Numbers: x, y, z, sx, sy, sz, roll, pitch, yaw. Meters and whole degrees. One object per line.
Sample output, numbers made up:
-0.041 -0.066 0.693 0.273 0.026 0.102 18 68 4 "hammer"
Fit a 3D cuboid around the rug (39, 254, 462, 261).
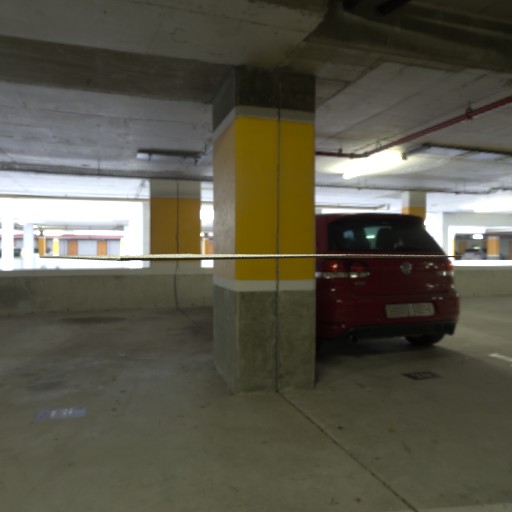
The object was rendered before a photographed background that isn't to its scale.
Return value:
0.000 0.000 2.224 1.789 0.021 1.159 0 0 -36 "rug"
